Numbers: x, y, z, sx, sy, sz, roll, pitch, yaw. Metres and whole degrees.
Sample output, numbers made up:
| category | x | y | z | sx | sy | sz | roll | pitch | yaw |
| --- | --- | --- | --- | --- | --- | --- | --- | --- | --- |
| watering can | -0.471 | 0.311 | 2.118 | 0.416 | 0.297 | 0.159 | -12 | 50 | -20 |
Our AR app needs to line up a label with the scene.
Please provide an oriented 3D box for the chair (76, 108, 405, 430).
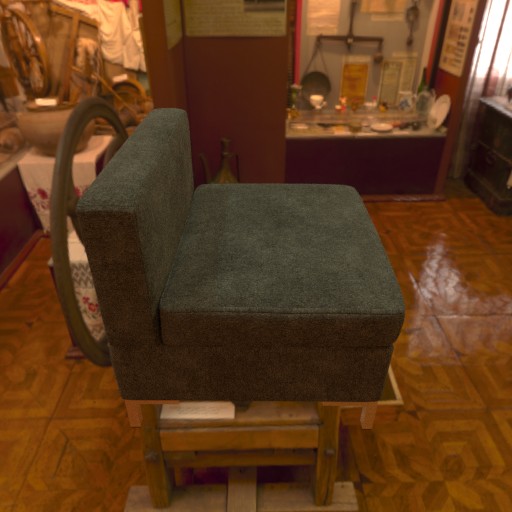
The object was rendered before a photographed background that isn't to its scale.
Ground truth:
| category | x | y | z | sx | sy | sz | roll | pitch | yaw |
| --- | --- | --- | --- | --- | --- | --- | --- | --- | --- |
| chair | 0.000 | 0.000 | 1.243 | 0.680 | 0.660 | 0.680 | 0 | 33 | 1 |
